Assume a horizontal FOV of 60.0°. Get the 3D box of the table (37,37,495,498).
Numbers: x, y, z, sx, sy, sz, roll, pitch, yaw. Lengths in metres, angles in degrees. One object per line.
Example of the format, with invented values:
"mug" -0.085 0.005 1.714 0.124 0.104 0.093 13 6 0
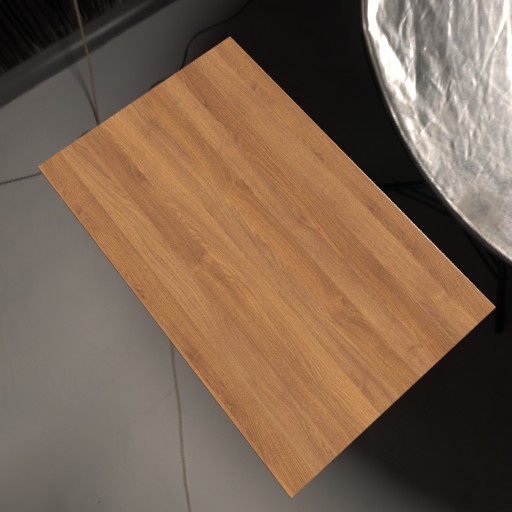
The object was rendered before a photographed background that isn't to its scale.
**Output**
"table" 0.000 0.000 1.414 0.700 0.442 1.100 -39 78 -10
